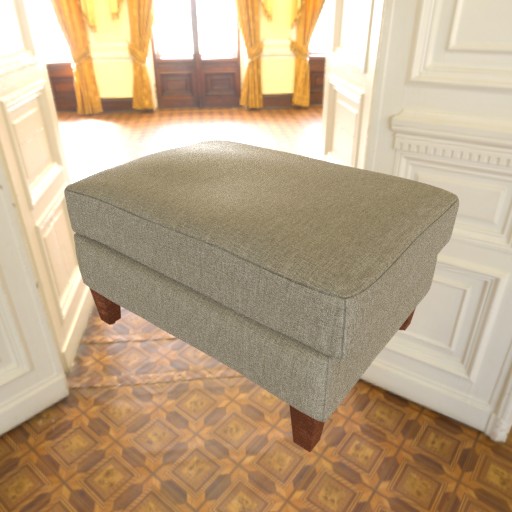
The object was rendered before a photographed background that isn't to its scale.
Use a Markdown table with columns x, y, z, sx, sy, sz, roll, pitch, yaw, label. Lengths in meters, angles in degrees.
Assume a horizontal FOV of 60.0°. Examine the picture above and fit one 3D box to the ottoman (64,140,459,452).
| x | y | z | sx | sy | sz | roll | pitch | yaw | label |
| --- | --- | --- | --- | --- | --- | --- | --- | --- | --- |
| 0.000 | 0.000 | 1.242 | 0.873 | 0.494 | 0.639 | 21 | 36 | 32 | ottoman |
